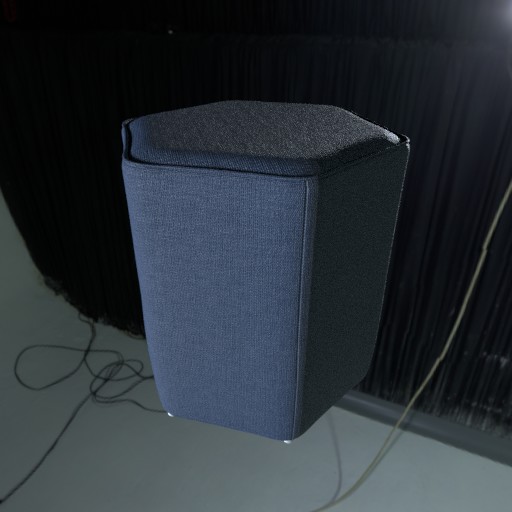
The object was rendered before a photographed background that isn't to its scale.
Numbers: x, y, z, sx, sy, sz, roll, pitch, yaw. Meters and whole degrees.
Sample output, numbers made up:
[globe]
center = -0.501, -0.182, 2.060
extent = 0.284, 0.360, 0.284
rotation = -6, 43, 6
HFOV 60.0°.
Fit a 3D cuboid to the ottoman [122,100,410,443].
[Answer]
[ottoman]
center = 0.000, 0.000, 0.854
extent = 0.492, 0.505, 0.454
rotation = 10, 31, 17
